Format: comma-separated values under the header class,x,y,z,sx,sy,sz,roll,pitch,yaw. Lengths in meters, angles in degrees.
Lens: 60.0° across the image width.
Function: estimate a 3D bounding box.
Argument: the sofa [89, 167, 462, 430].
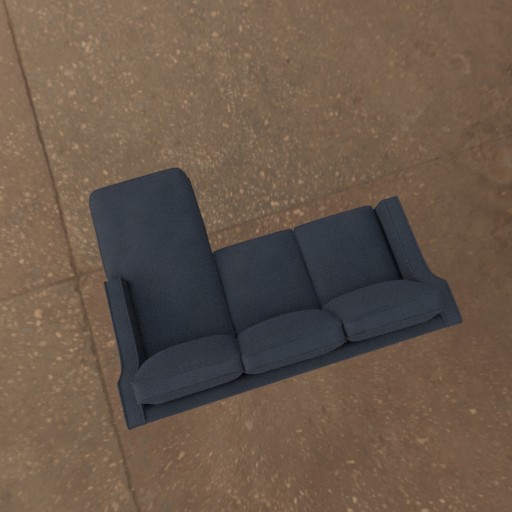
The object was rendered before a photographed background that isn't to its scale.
class,x,y,z,sx,sy,sz,roll,pitch,yaw
sofa,0.000,0.000,3.412,2.317,1.066,1.858,-17,76,-4
